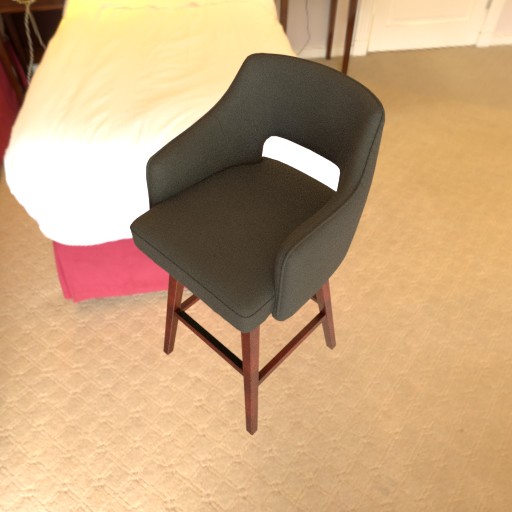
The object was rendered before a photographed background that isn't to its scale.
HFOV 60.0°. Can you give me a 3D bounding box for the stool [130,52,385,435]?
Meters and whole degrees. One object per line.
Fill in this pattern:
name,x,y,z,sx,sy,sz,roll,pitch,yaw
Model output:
stool,0.000,0.000,1.368,0.548,1.012,0.558,35,56,27
